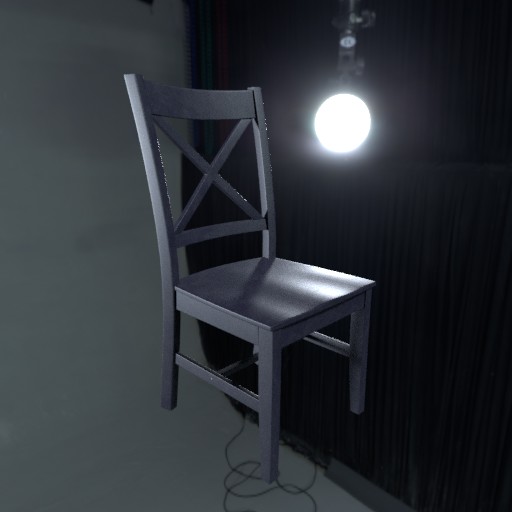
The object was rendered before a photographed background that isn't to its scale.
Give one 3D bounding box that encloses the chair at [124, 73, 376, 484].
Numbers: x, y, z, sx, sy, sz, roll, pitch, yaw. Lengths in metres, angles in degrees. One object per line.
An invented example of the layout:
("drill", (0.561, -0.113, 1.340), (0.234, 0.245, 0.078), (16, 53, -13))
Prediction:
("chair", (0.000, 0.000, 1.285), (0.542, 0.983, 0.485), (15, 21, 43))
